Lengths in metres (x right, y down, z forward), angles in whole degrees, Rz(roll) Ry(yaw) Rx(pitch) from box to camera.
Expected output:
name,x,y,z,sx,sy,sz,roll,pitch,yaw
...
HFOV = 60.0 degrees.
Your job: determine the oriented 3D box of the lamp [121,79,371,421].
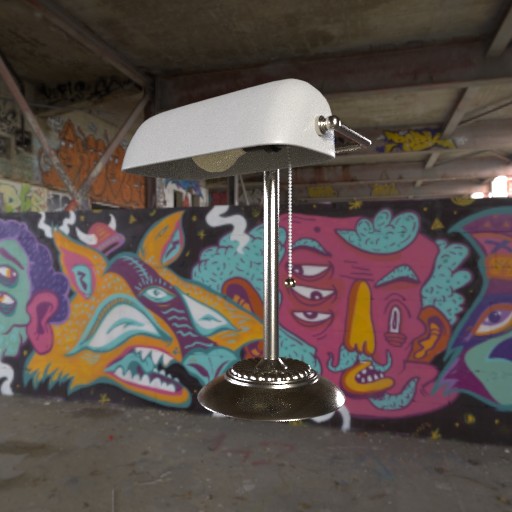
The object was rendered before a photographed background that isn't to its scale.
name,x,y,z,sx,sy,sz,roll,pitch,yaw
lamp,0.000,0.000,0.517,0.264,0.339,0.243,0,0,36
